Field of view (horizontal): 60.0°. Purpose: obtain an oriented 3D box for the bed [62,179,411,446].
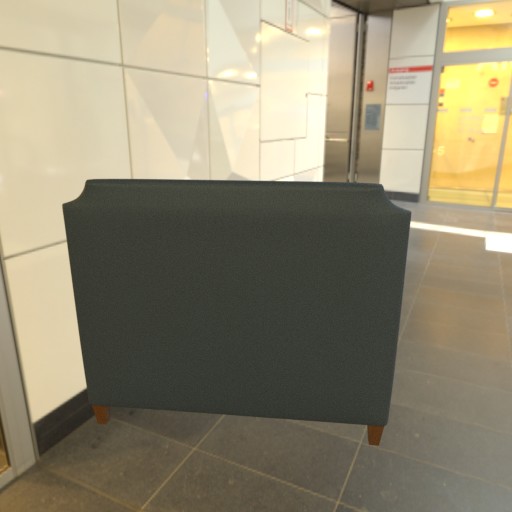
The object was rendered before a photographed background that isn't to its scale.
[{"bbox_3d":[0.000,0.000,3.393,1.712,1.443,2.372,2,17,6],"label":"bed"}]
